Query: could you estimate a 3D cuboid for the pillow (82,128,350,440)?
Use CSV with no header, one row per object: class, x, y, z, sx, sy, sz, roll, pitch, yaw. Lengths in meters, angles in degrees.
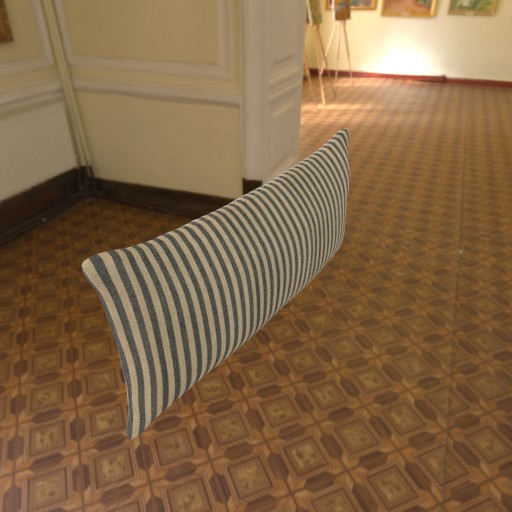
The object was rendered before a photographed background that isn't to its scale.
pillow,0.000,0.000,0.746,0.151,0.295,0.617,21,37,30
